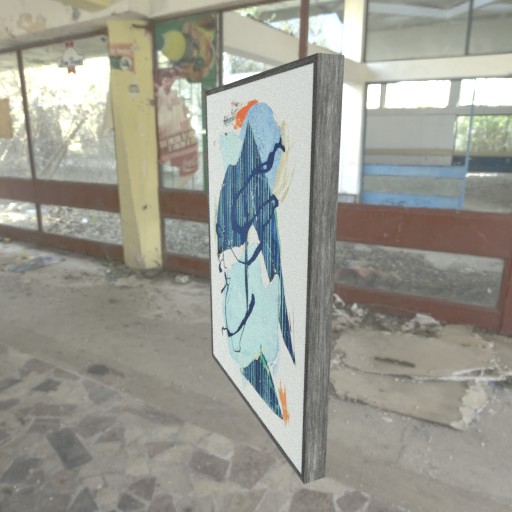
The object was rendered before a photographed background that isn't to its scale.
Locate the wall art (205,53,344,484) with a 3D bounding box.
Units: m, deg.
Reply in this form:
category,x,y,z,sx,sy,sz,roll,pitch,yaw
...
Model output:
category,x,y,z,sx,sy,sz,roll,pitch,yaw
wall art,0.000,0.000,1.354,0.063,1.016,0.762,-6,16,-23
